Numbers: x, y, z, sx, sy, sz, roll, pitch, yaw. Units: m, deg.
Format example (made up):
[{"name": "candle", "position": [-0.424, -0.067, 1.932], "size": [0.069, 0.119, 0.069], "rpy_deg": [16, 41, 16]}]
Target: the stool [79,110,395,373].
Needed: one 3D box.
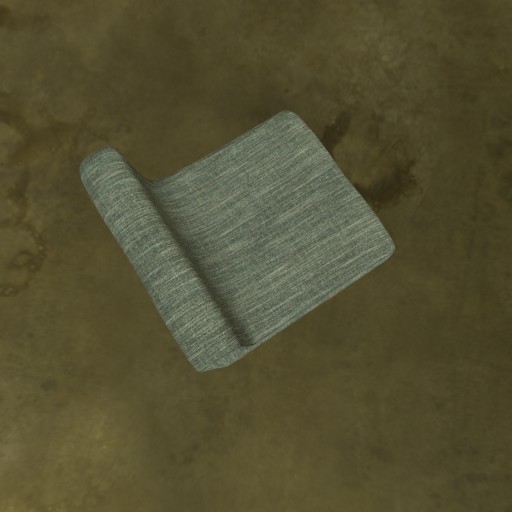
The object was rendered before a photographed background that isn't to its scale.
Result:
[{"name": "stool", "position": [0.000, 0.000, 1.215], "size": [0.499, 0.965, 0.426], "rpy_deg": [-32, 78, -8]}]
